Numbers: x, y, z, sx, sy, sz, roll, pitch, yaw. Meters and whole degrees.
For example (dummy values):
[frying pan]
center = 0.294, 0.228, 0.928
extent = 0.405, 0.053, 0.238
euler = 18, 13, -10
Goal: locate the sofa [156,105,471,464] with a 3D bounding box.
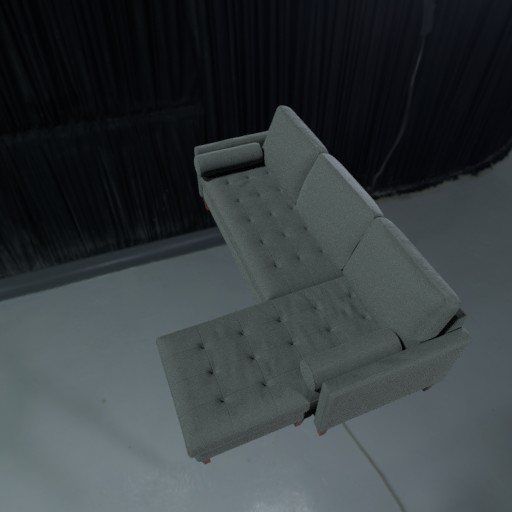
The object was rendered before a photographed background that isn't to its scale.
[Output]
[sofa]
center = 0.000, 0.000, 2.857
extent = 1.506, 0.876, 2.178
euler = -17, 50, -15
